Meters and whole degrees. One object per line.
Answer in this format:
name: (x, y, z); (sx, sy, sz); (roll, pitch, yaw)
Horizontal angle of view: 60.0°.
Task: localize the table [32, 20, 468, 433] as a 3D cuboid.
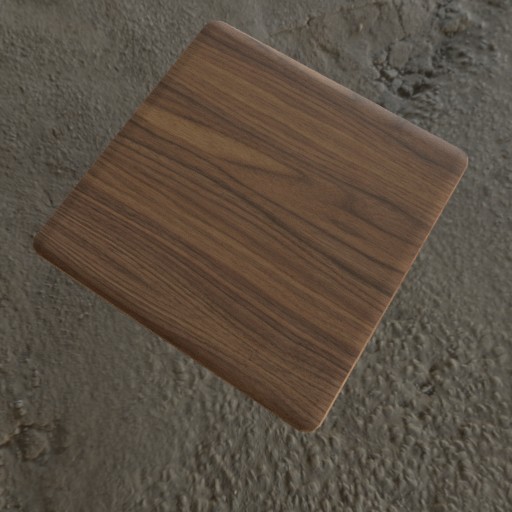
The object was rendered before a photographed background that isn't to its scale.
table: (0.000, 0.000, 0.964); (0.480, 0.641, 0.479); (32, 77, 8)
